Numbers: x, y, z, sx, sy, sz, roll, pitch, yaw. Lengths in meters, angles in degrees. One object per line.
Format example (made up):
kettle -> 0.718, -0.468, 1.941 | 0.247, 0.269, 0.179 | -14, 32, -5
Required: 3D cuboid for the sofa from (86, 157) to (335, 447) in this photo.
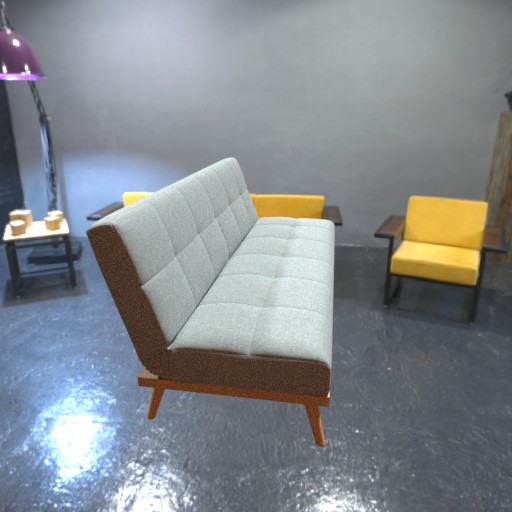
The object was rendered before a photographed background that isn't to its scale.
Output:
sofa -> 0.000, 0.000, 2.279 | 0.800, 0.800, 1.820 | 3, 19, 9
